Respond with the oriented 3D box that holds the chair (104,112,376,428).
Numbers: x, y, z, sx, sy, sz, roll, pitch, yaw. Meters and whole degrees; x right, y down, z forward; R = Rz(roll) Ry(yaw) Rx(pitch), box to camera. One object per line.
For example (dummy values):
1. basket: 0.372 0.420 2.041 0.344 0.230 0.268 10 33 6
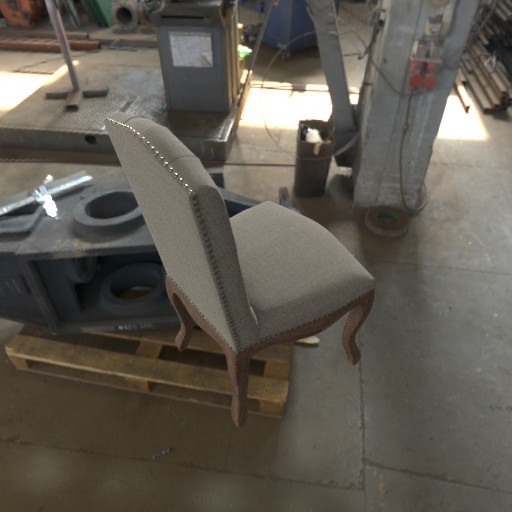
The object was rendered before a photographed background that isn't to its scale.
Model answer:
1. chair: 0.000 0.000 1.613 0.731 1.191 0.637 -27 49 -27
